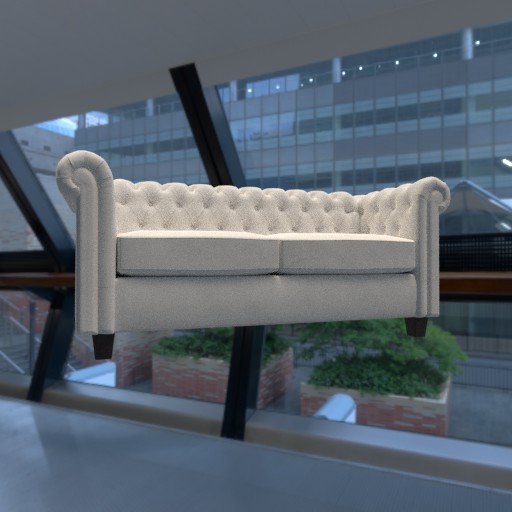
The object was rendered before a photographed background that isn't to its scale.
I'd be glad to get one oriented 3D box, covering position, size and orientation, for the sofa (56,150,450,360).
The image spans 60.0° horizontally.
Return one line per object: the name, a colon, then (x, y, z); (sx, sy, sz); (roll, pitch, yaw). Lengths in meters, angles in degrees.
sofa: (0.000, 0.000, 2.243); (1.798, 0.796, 0.771); (0, 0, -19)
